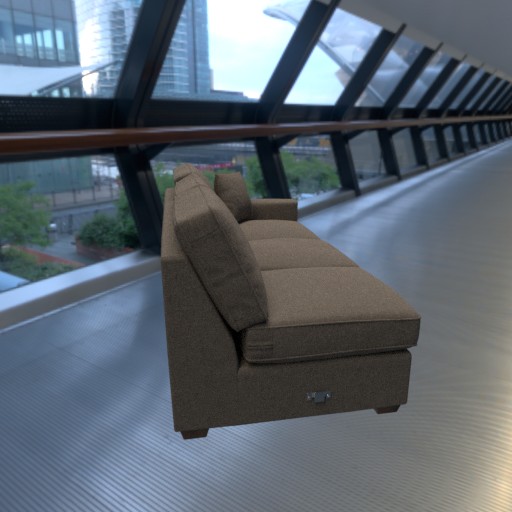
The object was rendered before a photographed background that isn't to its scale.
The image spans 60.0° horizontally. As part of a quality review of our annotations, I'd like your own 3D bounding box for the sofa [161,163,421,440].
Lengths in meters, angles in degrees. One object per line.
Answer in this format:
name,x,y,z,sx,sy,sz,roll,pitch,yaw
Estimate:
sofa,0.000,0.000,2.595,1.034,0.946,1.963,-3,17,-10
